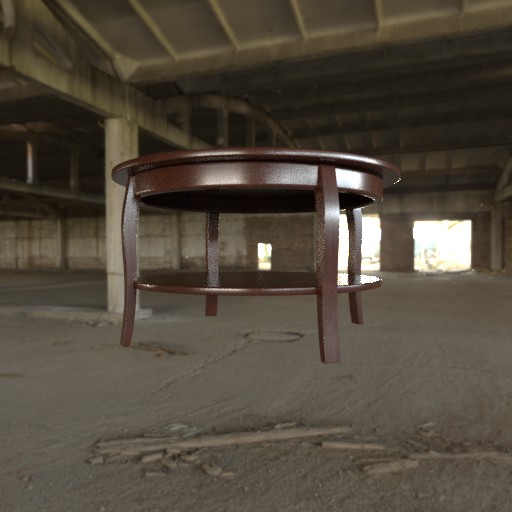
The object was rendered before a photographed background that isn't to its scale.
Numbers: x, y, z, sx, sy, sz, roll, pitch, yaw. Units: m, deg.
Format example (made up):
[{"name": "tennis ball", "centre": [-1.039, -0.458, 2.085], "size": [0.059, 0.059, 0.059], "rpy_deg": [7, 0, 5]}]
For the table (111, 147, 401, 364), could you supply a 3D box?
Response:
[{"name": "table", "centre": [0.000, 0.000, 1.472], "size": [0.911, 0.512, 0.911], "rpy_deg": [0, 1, 0]}]
